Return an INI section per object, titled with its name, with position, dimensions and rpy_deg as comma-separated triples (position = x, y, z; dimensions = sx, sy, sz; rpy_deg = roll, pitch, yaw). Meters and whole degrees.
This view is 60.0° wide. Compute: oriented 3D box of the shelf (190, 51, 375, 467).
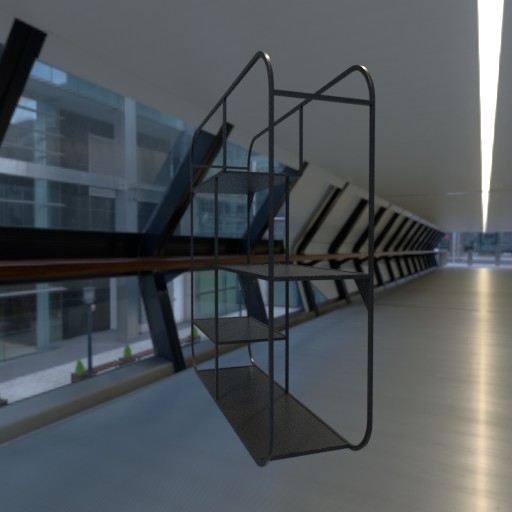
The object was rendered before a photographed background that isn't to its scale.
[shelf]
position = 0.000, 0.000, 0.900
dimensions = 0.160, 0.600, 0.600
rpy_deg = -1, 2, -18
